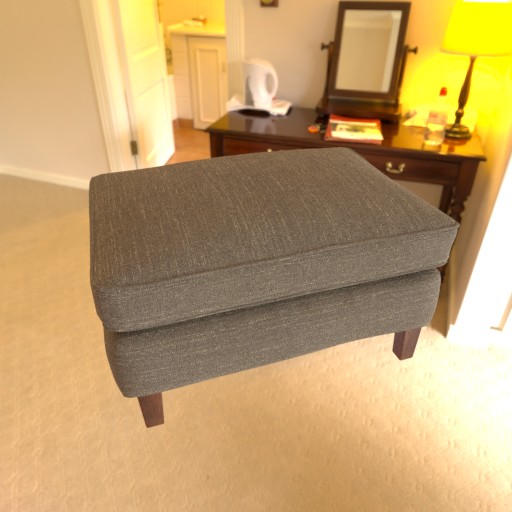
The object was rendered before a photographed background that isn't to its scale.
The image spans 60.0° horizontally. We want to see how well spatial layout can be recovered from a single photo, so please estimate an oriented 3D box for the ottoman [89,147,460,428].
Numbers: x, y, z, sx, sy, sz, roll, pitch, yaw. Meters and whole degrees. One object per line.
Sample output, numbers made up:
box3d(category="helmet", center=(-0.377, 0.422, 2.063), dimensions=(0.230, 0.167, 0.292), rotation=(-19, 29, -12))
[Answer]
box3d(category="ottoman", center=(0.000, 0.000, 1.009), dimensions=(0.686, 0.406, 0.508), rotation=(-10, 34, -15))
